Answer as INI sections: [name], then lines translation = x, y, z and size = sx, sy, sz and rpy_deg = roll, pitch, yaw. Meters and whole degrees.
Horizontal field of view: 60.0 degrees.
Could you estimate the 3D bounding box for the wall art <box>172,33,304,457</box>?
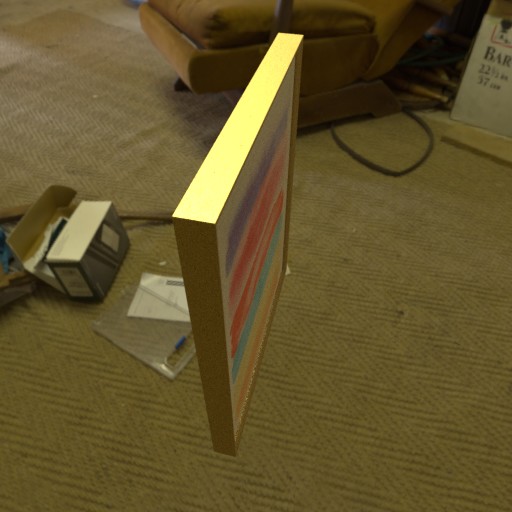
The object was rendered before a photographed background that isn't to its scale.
[wall art]
translation = 0.000, 0.000, 0.868
size = 0.048, 0.642, 0.537
rpy_deg = 10, 47, 10
